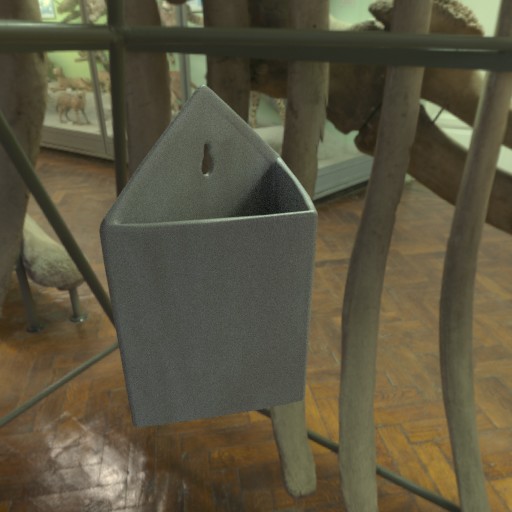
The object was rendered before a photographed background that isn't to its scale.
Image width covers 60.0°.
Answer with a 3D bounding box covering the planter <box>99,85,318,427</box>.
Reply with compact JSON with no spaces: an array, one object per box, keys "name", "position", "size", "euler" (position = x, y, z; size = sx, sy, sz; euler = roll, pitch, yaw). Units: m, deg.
[{"name":"planter","position":[0.000,0.000,0.274],"size":[0.080,0.194,0.163],"euler":[18,32,31]}]
